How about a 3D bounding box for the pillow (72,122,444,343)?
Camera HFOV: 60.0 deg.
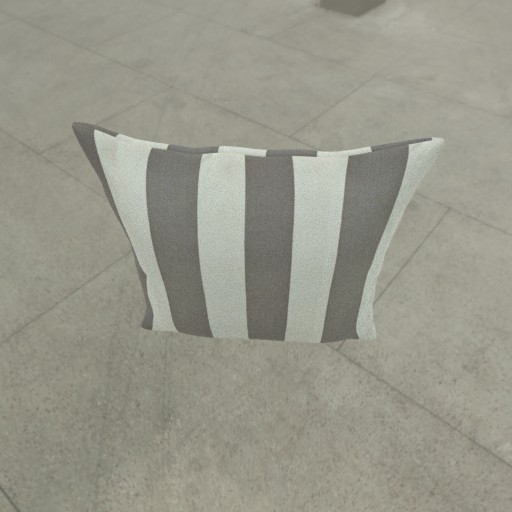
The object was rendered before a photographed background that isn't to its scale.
[{"bbox_3d":[0.000,0.000,0.796,0.522,0.507,0.192,3,47,3],"label":"pillow"}]
